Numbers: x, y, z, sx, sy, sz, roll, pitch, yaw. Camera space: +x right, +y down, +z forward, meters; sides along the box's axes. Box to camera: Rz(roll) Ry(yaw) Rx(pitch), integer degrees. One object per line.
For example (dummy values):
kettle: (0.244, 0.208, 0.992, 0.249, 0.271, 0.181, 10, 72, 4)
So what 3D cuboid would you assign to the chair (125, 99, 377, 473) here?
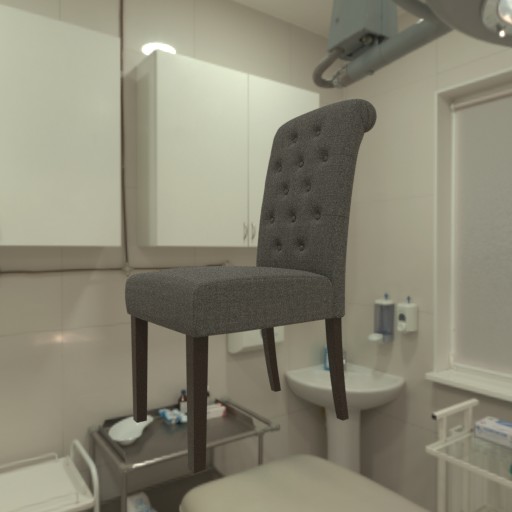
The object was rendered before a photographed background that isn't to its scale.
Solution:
chair: (0.000, 0.000, 1.378, 0.671, 1.006, 0.456, -1, 1, -36)
